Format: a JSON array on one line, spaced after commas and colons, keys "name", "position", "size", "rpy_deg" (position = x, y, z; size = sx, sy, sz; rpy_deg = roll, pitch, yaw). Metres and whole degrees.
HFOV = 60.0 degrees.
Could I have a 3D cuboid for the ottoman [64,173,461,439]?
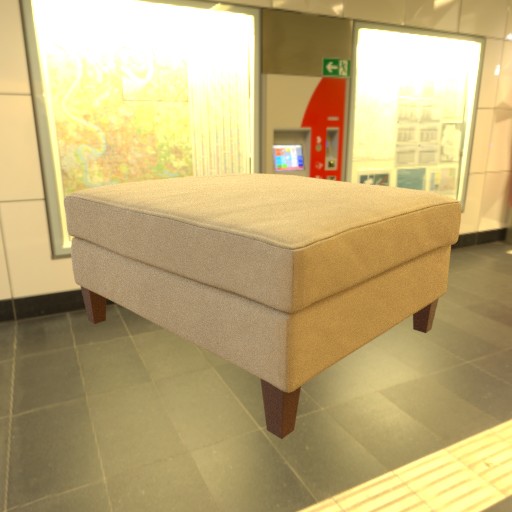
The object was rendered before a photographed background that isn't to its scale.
[{"name": "ottoman", "position": [0.000, 0.000, 1.454], "size": [1.002, 0.492, 0.836], "rpy_deg": [15, 21, 42]}]
